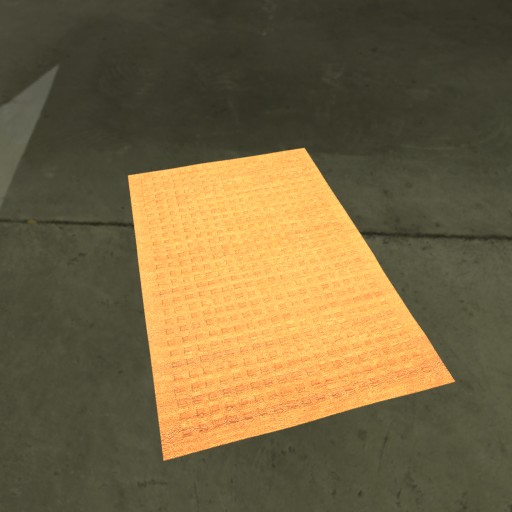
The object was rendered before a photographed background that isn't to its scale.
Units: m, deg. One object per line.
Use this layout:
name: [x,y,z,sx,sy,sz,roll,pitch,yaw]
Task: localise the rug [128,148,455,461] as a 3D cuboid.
rug: [0.000,0.000,2.222,1.143,0.006,1.747,-11,47,-11]
